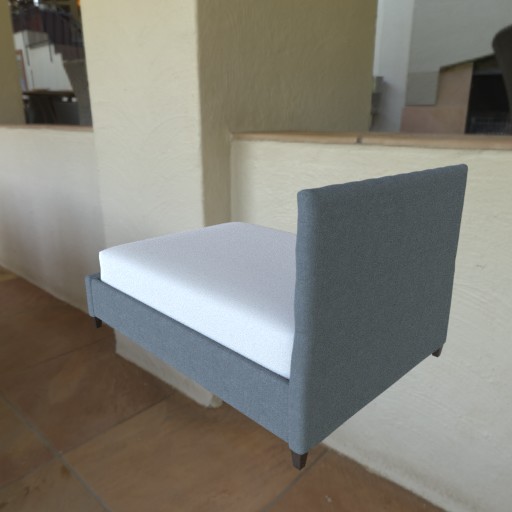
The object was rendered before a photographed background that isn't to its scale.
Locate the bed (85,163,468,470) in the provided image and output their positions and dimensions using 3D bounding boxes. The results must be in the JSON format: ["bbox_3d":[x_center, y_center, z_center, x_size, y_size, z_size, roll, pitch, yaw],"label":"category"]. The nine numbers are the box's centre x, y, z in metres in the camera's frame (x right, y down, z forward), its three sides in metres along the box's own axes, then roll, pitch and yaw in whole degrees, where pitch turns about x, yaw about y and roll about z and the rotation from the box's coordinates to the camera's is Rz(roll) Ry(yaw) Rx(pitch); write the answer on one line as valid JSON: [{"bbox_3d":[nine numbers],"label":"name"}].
[{"bbox_3d":[0.000,0.000,3.344,1.698,1.411,2.335,-16,23,-42],"label":"bed"}]
